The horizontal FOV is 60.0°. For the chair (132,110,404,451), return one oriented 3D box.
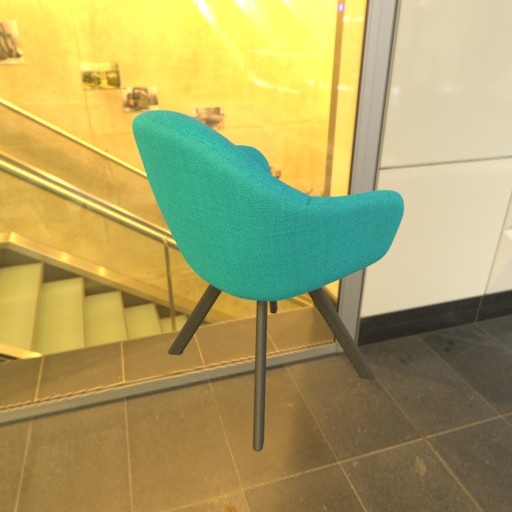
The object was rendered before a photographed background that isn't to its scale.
[{"bbox_3d":[0.000,0.000,1.201,0.550,0.795,0.590,-19,32,-32],"label":"chair"}]
